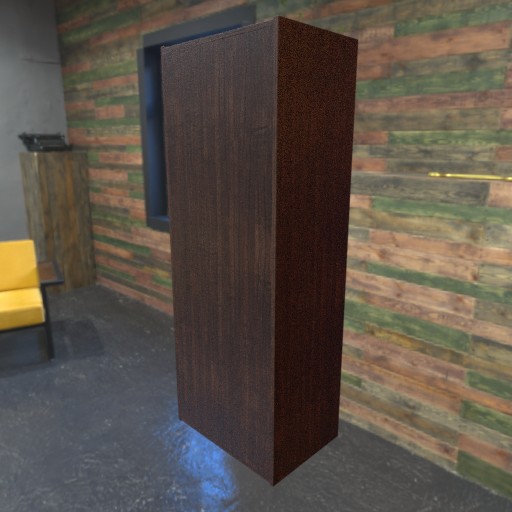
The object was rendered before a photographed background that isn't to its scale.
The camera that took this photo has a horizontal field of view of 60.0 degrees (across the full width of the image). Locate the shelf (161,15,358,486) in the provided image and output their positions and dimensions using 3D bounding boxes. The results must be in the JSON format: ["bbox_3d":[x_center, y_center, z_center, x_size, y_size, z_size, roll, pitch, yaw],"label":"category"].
[{"bbox_3d":[0.000,0.000,1.244,0.415,1.099,0.290,14,19,43],"label":"shelf"}]
